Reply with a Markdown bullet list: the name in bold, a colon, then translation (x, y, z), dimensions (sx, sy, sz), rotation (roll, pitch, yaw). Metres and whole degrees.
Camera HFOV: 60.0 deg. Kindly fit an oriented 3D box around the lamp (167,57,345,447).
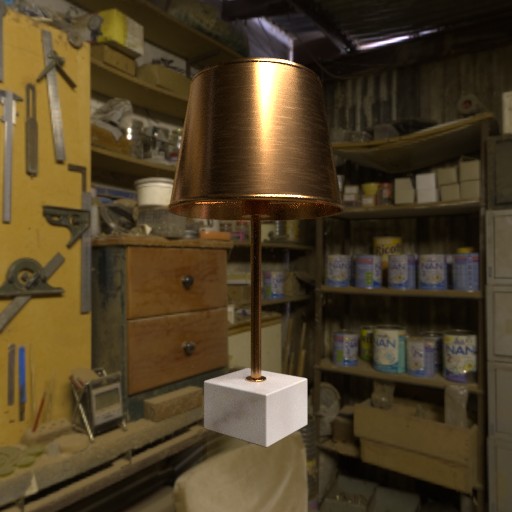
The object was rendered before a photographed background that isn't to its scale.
- **lamp**: translation (0.000, 0.000, 0.530), dimensions (0.208, 0.406, 0.208), rotation (0, -1, 0)
